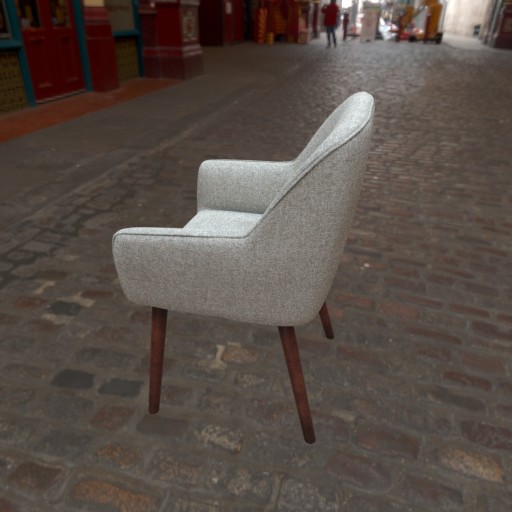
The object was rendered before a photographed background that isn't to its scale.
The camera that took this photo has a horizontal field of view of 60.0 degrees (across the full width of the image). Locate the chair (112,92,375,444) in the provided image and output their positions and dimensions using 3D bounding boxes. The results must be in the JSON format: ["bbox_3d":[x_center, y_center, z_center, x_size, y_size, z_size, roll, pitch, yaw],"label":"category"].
[{"bbox_3d":[0.000,0.000,1.184,0.519,0.803,0.543,8,30,13],"label":"chair"}]
